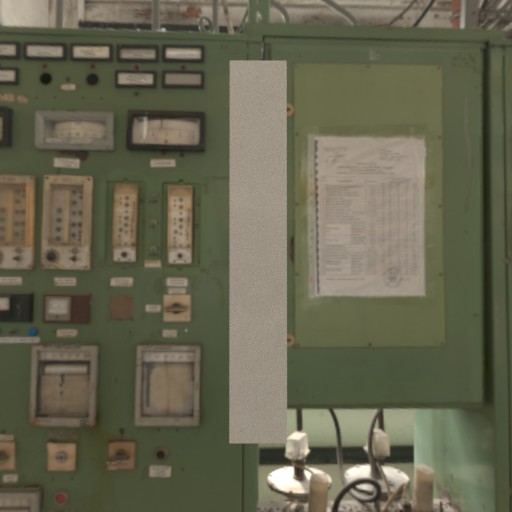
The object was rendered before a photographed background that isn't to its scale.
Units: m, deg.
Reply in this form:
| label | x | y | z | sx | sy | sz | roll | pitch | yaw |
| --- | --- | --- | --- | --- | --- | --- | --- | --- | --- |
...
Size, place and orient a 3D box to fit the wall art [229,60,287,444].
| label | x | y | z | sx | sy | sz | roll | pitch | yaw |
| --- | --- | --- | --- | --- | --- | --- | --- | --- | --- |
| wall art | 0.000 | 0.000 | 0.484 | 0.038 | 0.254 | 0.381 | 0 | -1 | 0 |
